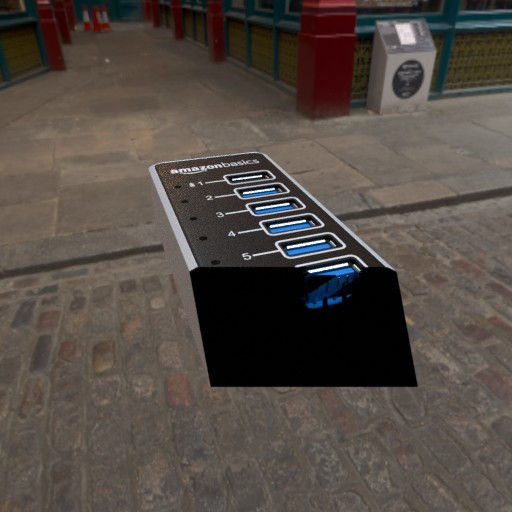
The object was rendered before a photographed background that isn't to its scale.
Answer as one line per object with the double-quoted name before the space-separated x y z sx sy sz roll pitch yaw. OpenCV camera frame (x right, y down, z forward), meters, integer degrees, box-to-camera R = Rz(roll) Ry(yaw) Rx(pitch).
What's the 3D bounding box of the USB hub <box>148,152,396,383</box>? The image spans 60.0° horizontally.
"USB hub" 0.000 0.000 0.126 0.044 0.023 0.110 -10 33 -16
